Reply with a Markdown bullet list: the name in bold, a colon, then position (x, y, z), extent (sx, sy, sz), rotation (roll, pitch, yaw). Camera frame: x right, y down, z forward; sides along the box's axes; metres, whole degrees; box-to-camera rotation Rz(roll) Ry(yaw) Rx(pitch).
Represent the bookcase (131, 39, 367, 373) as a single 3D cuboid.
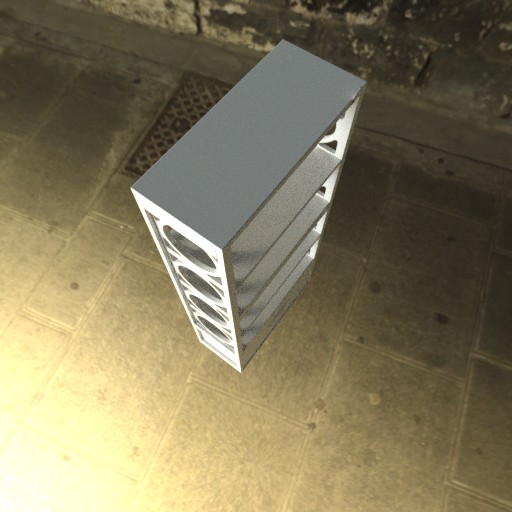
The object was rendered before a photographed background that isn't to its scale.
- **bookcase**: position (0.000, 0.000, 2.158), extent (0.361, 1.869, 0.761), rotation (34, 69, 15)
